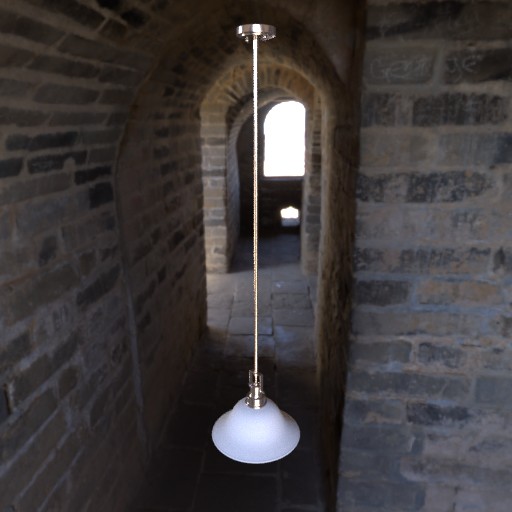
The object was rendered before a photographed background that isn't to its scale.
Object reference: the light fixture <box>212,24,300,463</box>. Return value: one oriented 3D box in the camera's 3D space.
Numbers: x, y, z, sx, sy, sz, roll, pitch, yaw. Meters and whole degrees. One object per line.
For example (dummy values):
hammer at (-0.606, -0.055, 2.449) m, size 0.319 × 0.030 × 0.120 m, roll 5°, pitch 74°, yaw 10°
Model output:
light fixture at (0.000, 0.000, 1.454) m, size 0.324 × 1.354 × 0.324 m, roll -15°, pitch 22°, yaw -43°
